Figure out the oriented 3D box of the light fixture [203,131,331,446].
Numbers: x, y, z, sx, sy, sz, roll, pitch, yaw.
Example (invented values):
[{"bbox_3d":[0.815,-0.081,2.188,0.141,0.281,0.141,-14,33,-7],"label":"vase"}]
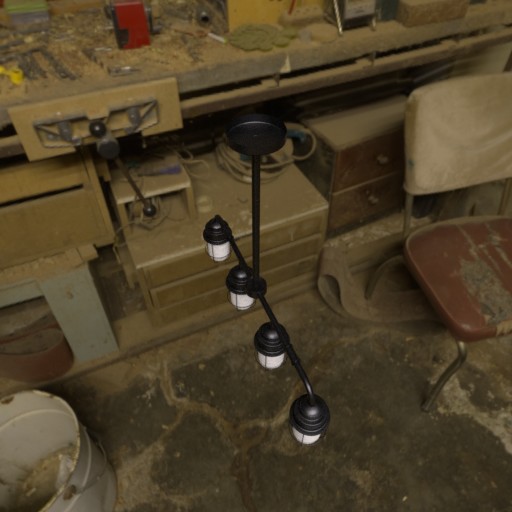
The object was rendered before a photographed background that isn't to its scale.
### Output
[{"bbox_3d":[0.000,0.000,1.225,0.131,0.785,0.852,-17,49,-15],"label":"light fixture"}]
